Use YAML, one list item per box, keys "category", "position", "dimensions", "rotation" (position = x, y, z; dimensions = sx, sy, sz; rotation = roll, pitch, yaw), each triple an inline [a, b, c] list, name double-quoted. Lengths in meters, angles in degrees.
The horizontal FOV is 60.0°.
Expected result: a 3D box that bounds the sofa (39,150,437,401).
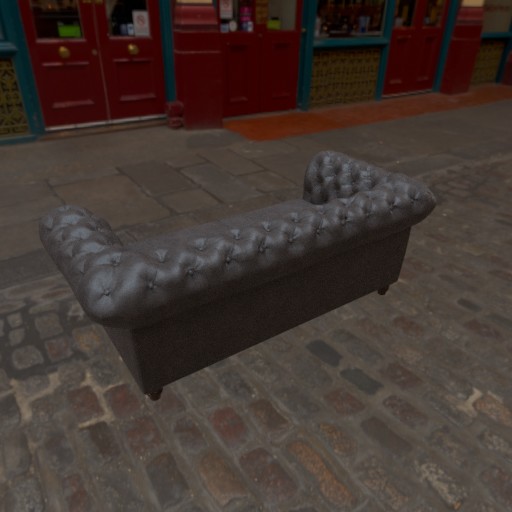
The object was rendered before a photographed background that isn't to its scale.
- category: "sofa"
  position: [0.000, 0.000, 2.529]
  dimensions: [2.048, 0.779, 0.944]
  rotation: [-18, 34, -29]
